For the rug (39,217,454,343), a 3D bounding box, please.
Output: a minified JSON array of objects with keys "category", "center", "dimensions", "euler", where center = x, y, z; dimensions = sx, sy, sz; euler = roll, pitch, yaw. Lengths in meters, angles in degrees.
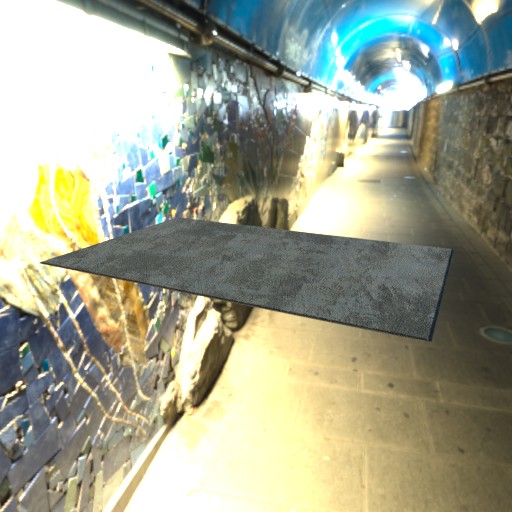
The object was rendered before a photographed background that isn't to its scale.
[{"category":"rug","center":[0.000,0.000,3.061],"dimensions":[2.431,0.012,1.536],"euler":[8,19,25]}]
